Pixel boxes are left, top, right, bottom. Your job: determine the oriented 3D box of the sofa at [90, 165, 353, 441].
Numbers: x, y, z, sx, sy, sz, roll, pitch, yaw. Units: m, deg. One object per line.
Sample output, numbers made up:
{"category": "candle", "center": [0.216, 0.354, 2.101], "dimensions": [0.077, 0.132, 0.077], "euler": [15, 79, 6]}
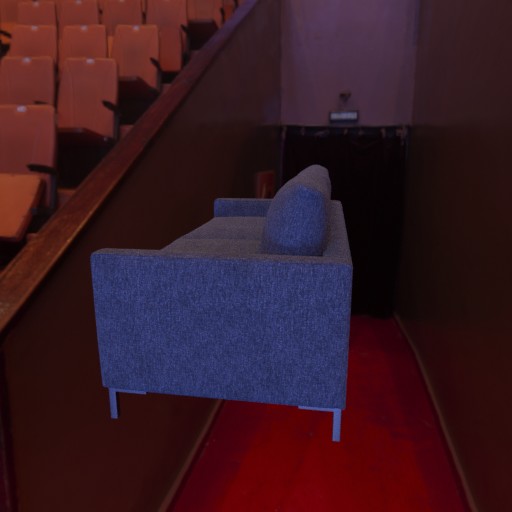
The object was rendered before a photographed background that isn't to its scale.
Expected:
{"category": "sofa", "center": [0.000, 0.000, 2.233], "dimensions": [0.866, 0.862, 1.716], "euler": [2, 14, 9]}
